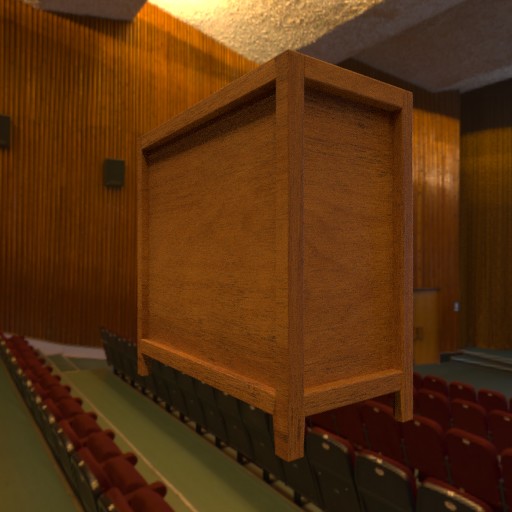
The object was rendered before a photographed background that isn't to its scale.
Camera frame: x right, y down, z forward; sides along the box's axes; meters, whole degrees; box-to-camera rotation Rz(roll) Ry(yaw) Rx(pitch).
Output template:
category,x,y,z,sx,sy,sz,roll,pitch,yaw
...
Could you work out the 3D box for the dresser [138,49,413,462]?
category,x,y,z,sx,sy,sz,roll,pitch,yaw
dresser,0.000,0.000,1.307,0.427,0.804,0.804,0,0,-35
